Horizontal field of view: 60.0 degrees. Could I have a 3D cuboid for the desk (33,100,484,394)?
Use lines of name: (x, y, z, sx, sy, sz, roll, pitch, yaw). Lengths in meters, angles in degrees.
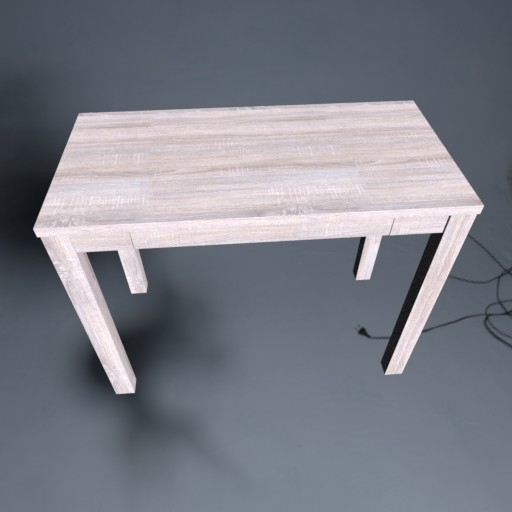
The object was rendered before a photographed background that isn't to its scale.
desk: (0.000, 0.000, 1.416, 0.991, 0.762, 0.495, -3, 46, -3)
